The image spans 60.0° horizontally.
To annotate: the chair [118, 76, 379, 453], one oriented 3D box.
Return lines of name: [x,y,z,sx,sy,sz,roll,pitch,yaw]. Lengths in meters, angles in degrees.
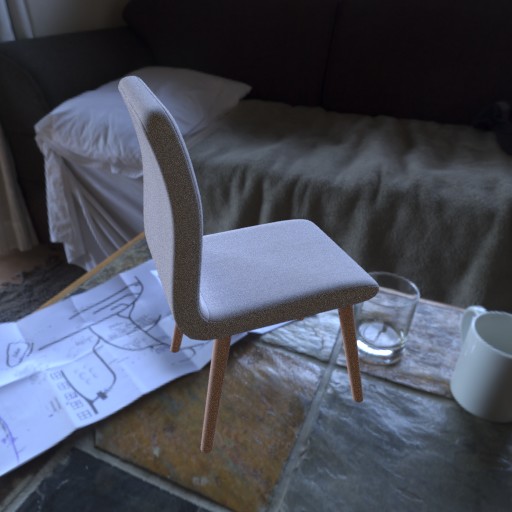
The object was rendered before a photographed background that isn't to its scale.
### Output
chair: [0.000,0.000,1.187,0.550,0.885,0.435,-11,33,-18]
